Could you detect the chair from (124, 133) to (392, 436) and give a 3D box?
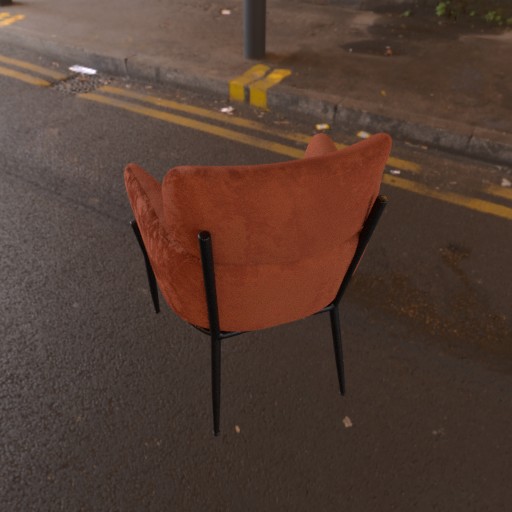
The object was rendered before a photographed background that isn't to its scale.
[{"bbox_3d":[0.000,0.000,1.106,0.561,0.772,0.523,-13,43,-14],"label":"chair"}]
